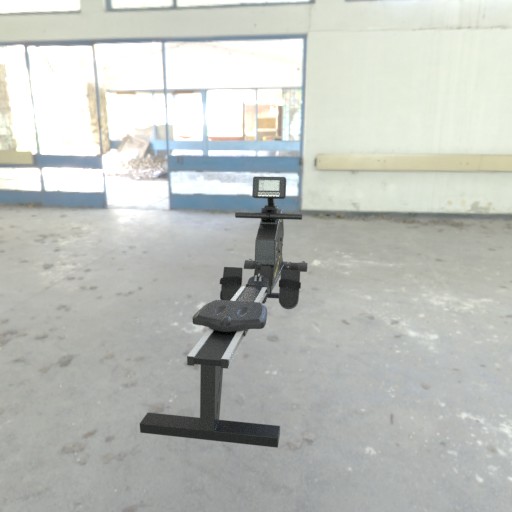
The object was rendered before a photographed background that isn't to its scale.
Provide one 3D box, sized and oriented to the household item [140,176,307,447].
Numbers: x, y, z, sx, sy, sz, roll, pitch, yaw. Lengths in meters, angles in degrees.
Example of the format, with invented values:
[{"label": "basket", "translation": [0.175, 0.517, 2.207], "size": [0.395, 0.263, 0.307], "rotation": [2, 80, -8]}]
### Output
[{"label": "household item", "translation": [0.000, 0.000, 2.597], "size": [0.521, 0.810, 2.251], "rotation": [2, 16, 9]}]
